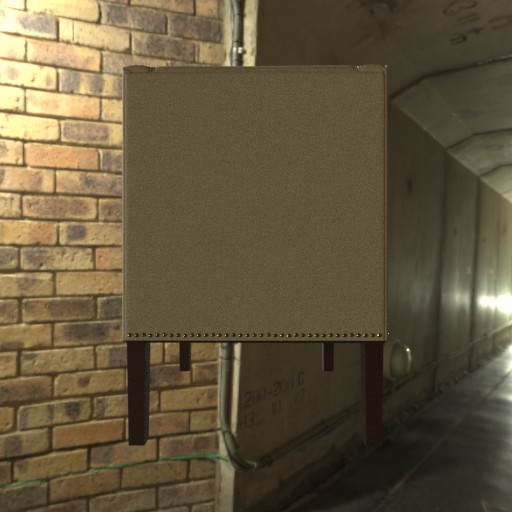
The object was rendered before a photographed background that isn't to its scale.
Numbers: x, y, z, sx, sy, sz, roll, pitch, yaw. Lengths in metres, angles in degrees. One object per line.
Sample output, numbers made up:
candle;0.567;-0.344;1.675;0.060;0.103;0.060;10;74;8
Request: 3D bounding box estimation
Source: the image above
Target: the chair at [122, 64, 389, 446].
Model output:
chair;0.000;0.000;1.346;0.610;0.864;0.737;0;0;0
